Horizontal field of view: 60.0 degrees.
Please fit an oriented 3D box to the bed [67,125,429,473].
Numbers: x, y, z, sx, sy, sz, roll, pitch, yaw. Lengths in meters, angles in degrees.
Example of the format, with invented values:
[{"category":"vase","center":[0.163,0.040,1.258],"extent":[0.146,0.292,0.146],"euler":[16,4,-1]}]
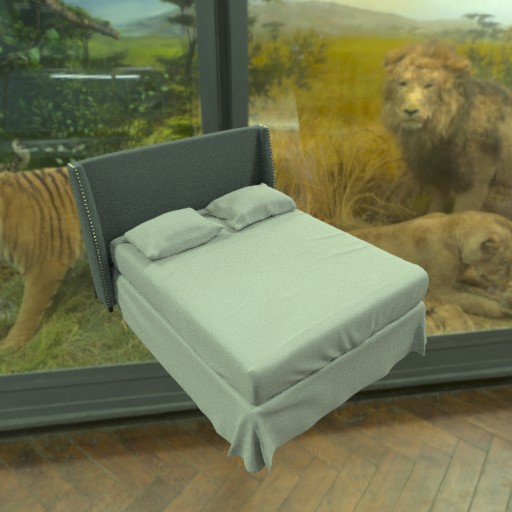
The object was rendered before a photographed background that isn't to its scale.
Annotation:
[{"category":"bed","center":[0.000,0.000,3.438],"extent":[1.925,1.332,2.276],"euler":[-22,37,-32]}]
